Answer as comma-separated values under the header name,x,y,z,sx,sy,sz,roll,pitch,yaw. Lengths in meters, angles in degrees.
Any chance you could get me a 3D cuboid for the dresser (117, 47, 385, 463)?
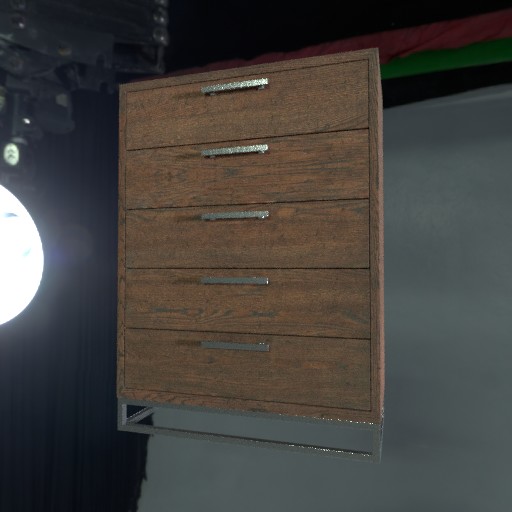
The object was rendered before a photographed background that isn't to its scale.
name,x,y,z,sx,sy,sz,roll,pitch,yaw
dresser,0.000,0.000,1.767,0.965,1.321,0.508,0,-2,18
